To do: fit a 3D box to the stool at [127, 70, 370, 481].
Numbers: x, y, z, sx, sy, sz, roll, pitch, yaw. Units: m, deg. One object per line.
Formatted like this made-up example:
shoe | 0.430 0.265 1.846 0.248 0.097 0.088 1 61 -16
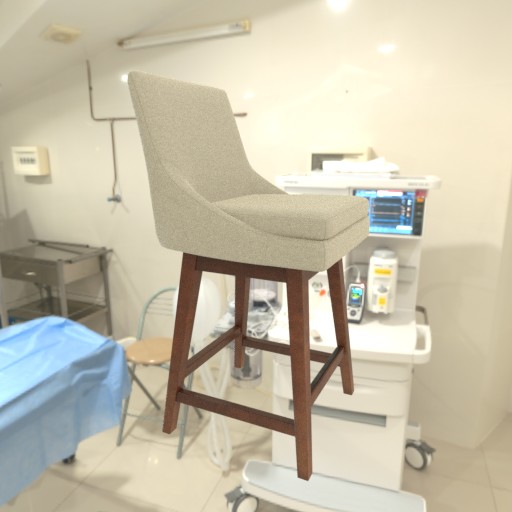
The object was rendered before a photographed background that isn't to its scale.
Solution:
stool | 0.000 0.000 1.290 0.559 0.991 0.469 7 15 25
